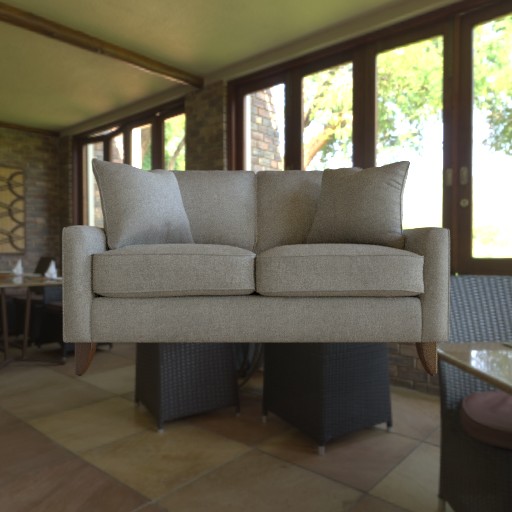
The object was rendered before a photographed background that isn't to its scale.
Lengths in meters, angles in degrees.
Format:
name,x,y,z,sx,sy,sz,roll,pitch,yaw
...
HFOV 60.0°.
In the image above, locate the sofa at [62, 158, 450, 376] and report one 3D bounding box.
name,x,y,z,sx,sy,sz,roll,pitch,yaw
sofa,0.000,0.000,1.986,1.422,0.863,0.915,0,1,0
